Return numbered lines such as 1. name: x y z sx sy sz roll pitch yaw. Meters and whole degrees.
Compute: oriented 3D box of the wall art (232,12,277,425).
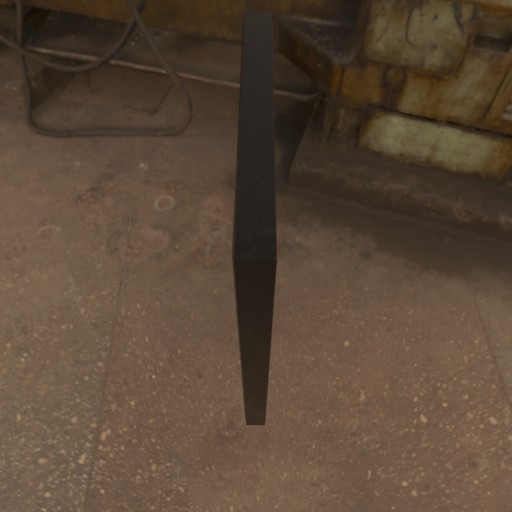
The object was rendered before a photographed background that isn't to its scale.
1. wall art: 0.000 0.000 0.570 0.031 0.457 0.313 0 56 0
